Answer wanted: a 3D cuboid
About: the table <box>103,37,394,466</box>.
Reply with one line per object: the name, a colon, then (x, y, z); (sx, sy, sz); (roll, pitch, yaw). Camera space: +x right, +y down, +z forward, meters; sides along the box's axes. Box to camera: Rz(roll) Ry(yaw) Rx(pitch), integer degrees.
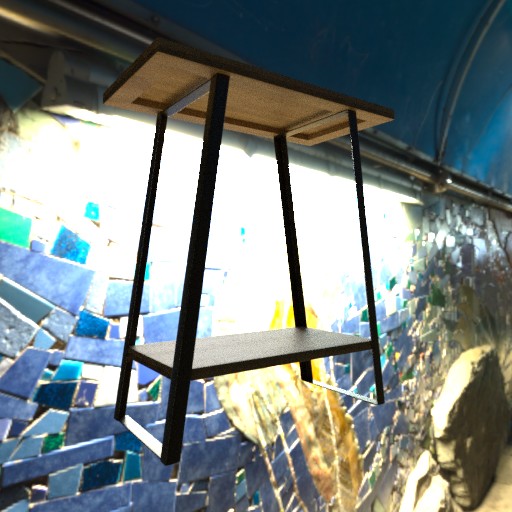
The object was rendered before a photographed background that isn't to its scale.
table: (0.000, 0.000, 1.004); (0.599, 0.701, 0.300); (0, -1, -35)
